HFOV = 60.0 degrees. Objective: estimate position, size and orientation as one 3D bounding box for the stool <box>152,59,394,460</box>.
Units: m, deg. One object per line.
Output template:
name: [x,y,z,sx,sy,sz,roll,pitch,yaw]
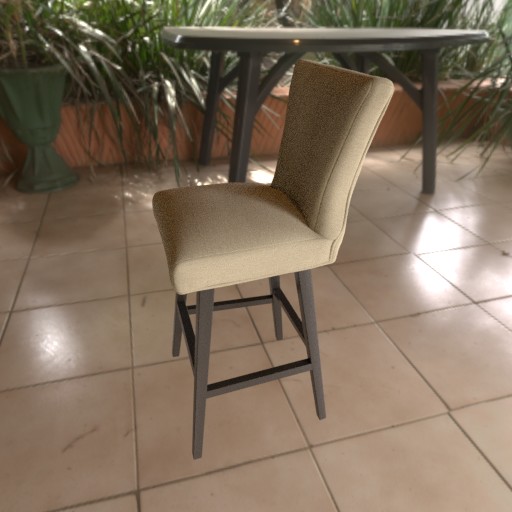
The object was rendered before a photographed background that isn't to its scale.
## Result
stool: [0.000,0.000,1.393,0.574,1.086,0.514,-8,30,-15]
